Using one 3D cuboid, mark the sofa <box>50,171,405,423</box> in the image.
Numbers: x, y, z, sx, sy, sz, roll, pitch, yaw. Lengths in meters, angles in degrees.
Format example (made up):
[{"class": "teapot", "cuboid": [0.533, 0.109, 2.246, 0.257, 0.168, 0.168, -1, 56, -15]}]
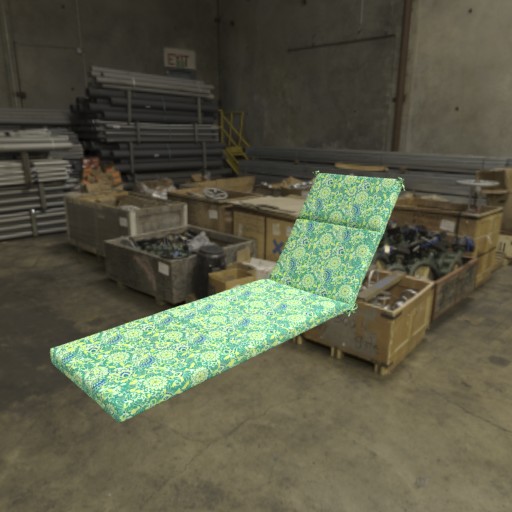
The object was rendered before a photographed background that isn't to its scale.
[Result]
[{"class": "sofa", "cuboid": [0.000, 0.000, 1.959, 0.582, 0.622, 1.663, 15, 22, 43]}]
